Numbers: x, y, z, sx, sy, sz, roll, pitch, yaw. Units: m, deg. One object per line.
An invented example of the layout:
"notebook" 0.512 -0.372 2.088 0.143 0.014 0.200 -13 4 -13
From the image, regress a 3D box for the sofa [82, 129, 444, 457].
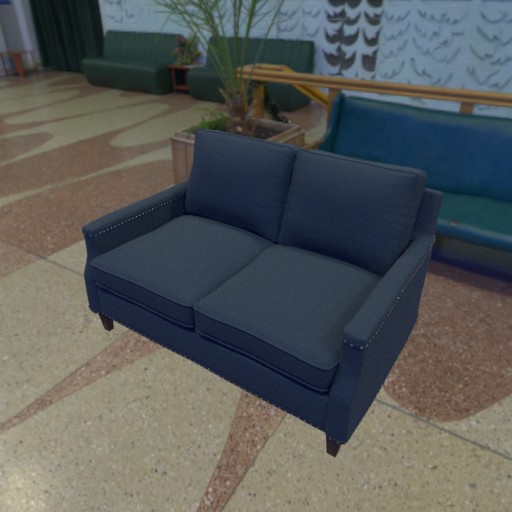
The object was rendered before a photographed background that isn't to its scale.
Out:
"sofa" 0.000 0.000 2.328 1.597 1.003 1.084 19 36 29
